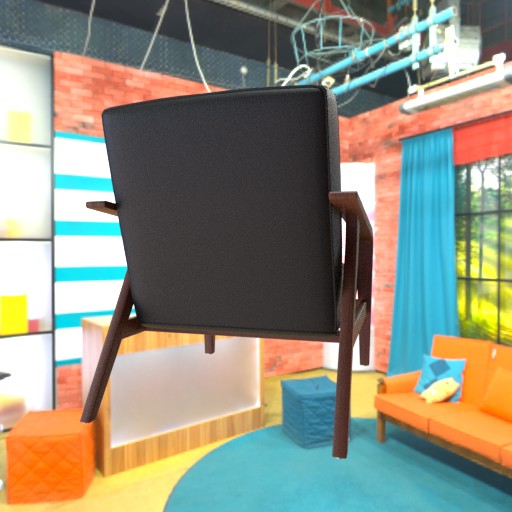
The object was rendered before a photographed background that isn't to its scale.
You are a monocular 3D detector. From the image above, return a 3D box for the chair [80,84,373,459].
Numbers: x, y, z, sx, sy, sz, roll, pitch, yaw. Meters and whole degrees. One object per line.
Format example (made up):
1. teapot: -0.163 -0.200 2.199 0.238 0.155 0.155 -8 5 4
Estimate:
1. chair: 0.000 0.000 1.469 0.719 0.861 0.889 0 1 17
